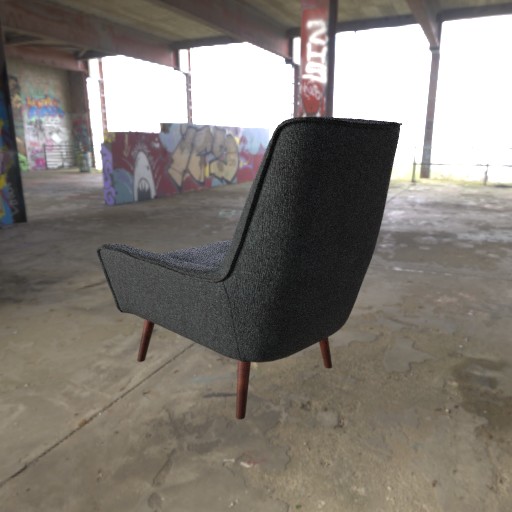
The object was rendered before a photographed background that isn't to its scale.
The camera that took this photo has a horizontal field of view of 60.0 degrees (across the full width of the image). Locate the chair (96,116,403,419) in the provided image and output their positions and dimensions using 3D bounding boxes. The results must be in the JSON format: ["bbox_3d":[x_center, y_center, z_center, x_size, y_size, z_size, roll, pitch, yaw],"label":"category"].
[{"bbox_3d":[0.000,0.000,1.517,0.763,0.883,0.859,-14,20,-42],"label":"chair"}]
